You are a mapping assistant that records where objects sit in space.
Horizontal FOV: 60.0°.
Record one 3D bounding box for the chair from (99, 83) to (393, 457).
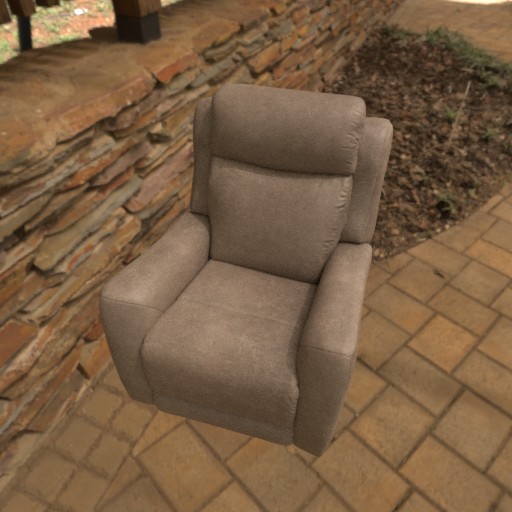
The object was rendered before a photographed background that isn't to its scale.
[{"bbox_3d":[0.000,0.000,1.887,0.967,1.116,1.068,12,42,14],"label":"chair"}]
